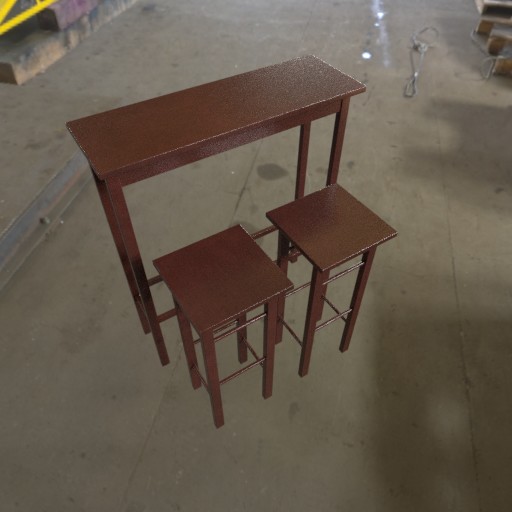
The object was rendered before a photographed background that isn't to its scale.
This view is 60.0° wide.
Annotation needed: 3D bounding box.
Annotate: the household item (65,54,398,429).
[{"bbox_3d":[0.000,0.000,1.674,0.914,1.067,0.676,-25,51,-22],"label":"household item"}]
